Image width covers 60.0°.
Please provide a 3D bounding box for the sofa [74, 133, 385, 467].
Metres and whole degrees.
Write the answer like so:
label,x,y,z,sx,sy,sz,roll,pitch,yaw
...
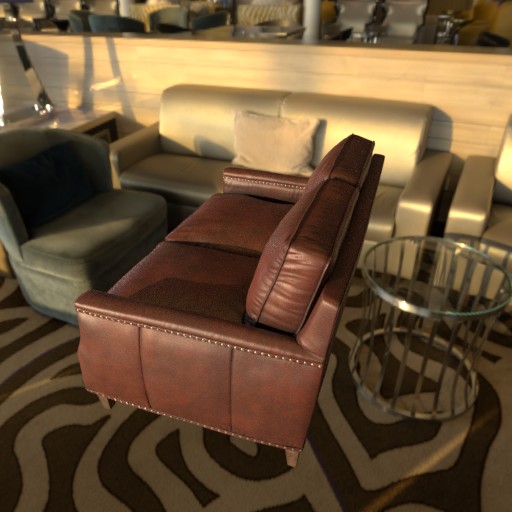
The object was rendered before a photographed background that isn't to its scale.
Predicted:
label,x,y,z,sx,sy,sz,roll,pitch,yaw
sofa,0.000,0.000,2.271,1.083,1.003,1.628,10,33,16
